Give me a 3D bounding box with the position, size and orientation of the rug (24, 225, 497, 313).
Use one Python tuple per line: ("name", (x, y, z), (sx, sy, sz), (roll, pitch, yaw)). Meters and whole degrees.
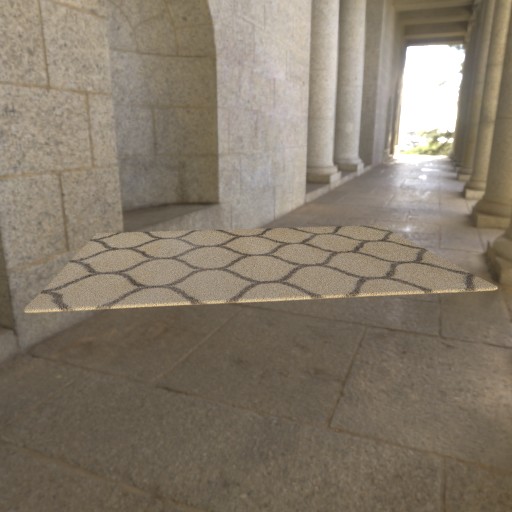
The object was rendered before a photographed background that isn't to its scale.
("rug", (0.000, 0.000, 3.344), (2.701, 0.026, 1.801), (-2, 16, -7))
